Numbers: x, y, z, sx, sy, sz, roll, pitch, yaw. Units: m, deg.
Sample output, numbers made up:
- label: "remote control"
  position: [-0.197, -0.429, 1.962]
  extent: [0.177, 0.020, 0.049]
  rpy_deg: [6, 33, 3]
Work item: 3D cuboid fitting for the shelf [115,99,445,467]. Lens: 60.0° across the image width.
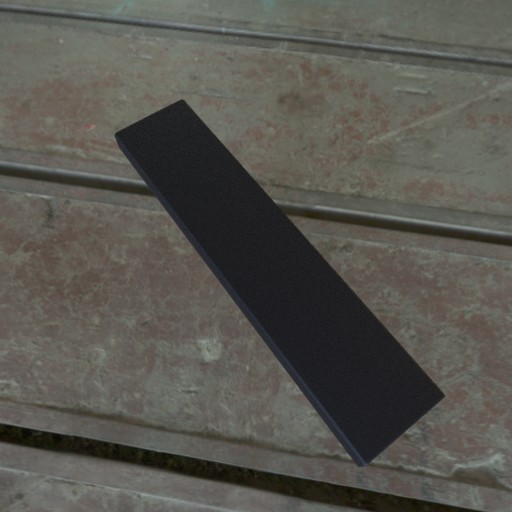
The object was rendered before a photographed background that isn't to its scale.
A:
- label: "shelf"
  position: [0.000, 0.000, 0.497]
  extent: [0.102, 0.053, 0.456]
  rpy_deg: [-33, 68, -15]
